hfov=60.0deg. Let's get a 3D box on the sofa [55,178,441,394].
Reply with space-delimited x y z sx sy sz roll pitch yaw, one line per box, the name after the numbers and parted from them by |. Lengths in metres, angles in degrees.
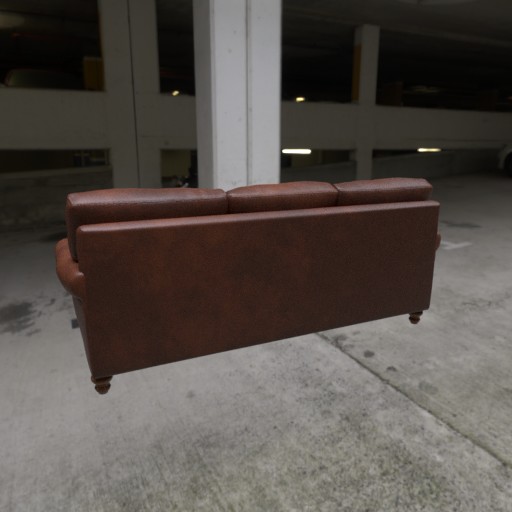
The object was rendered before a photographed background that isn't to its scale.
0.000 0.000 2.852 2.351 0.977 0.973 -7 15 -25 | sofa
